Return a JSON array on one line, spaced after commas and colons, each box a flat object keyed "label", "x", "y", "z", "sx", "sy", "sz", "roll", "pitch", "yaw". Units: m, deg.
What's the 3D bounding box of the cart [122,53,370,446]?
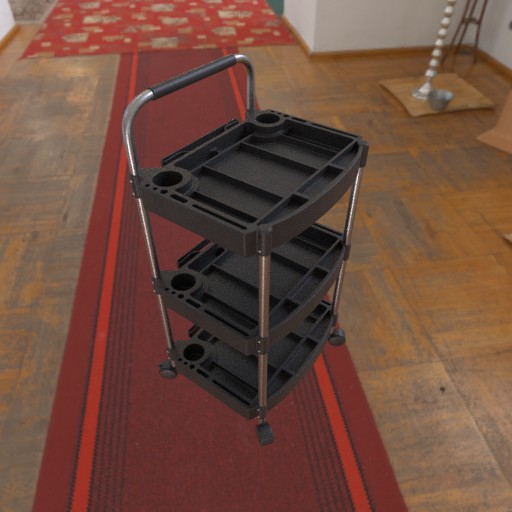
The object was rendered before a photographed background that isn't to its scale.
[{"label": "cart", "x": 0.000, "y": 0.000, "z": 1.409, "sx": 0.518, "sy": 1.075, "sz": 0.584, "roll": 26, "pitch": 47, "yaw": 26}]
